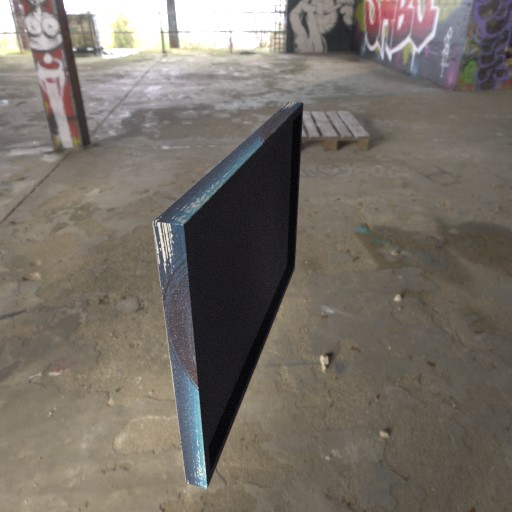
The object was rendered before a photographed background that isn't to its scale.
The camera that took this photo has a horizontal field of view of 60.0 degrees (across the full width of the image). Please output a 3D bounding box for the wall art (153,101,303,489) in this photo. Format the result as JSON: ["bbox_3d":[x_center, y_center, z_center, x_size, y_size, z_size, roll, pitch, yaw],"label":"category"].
[{"bbox_3d":[0.000,0.000,0.772,0.033,0.406,0.609,8,31,14],"label":"wall art"}]
